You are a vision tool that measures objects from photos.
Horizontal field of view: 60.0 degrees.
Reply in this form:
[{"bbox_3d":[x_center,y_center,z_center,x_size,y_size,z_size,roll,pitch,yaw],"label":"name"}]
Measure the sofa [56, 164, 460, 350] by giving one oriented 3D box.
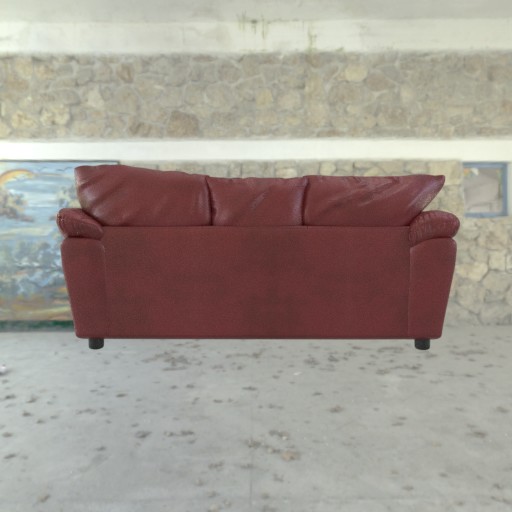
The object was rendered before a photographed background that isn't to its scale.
[{"bbox_3d":[0.000,0.000,2.884,2.390,1.091,0.907,0,1,0],"label":"sofa"}]
